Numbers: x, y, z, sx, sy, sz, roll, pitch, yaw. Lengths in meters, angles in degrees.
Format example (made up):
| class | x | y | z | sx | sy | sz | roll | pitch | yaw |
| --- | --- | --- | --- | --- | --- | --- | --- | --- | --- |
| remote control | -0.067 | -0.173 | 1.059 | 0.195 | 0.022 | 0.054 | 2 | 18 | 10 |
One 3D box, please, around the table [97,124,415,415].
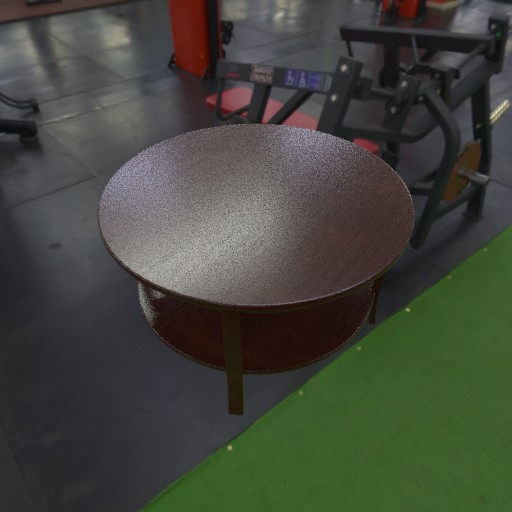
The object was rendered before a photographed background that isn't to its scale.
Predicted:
| class | x | y | z | sx | sy | sz | roll | pitch | yaw |
| --- | --- | --- | --- | --- | --- | --- | --- | --- | --- |
| table | 0.000 | 0.000 | 1.483 | 0.911 | 0.512 | 0.911 | 0 | 42 | 0 |
